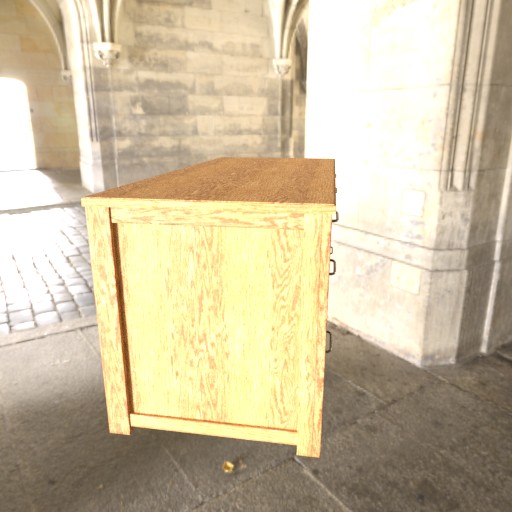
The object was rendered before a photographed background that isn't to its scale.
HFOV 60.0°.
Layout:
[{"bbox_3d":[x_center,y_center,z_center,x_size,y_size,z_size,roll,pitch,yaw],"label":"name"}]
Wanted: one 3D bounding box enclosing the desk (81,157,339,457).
[{"bbox_3d":[0.000,0.000,1.978,0.685,0.751,1.567,3,17,9],"label":"desk"}]
